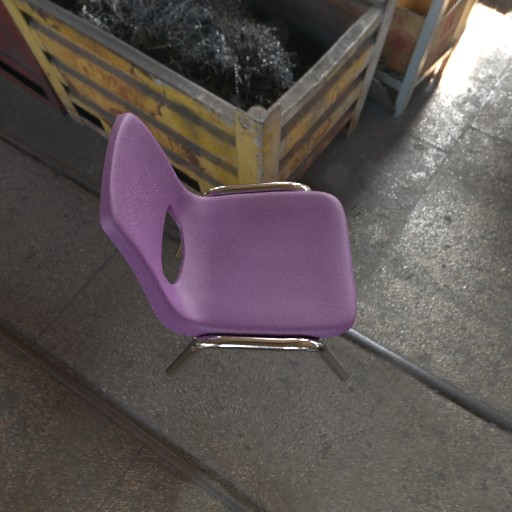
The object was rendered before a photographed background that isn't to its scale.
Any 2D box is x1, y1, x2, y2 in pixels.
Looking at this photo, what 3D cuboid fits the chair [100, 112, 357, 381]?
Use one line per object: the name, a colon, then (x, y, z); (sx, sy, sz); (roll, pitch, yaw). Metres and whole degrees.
chair: (0.000, 0.000, 0.834); (0.419, 0.584, 0.356); (-1, 63, 0)
